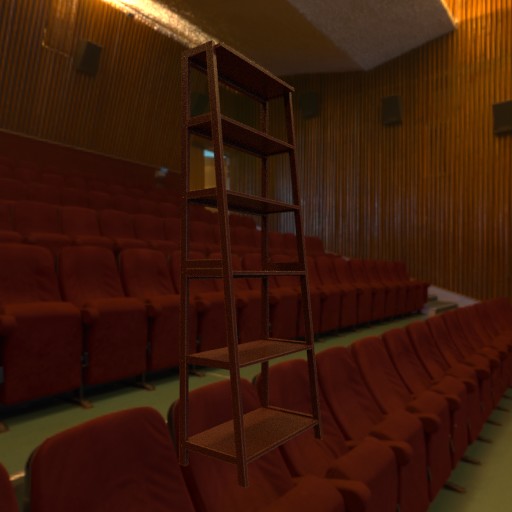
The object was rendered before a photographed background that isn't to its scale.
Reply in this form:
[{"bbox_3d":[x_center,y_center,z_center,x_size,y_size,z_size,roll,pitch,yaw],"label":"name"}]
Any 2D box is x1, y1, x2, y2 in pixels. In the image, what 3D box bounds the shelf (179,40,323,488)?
[{"bbox_3d":[0.000,0.000,2.188,0.381,1.892,0.660,-2,-3,36],"label":"shelf"}]
